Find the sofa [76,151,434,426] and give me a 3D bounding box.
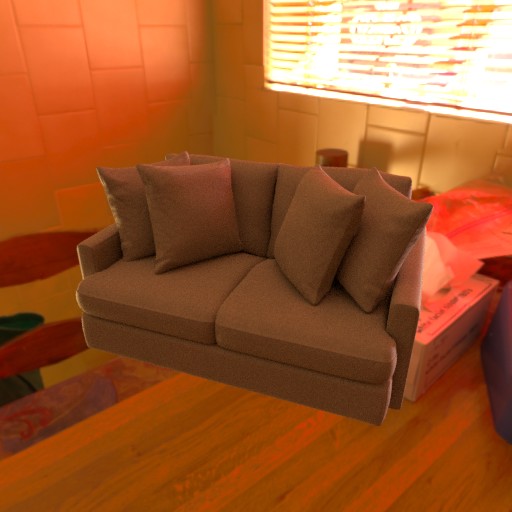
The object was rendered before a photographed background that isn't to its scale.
[{"bbox_3d":[0.000,0.000,2.644,1.869,1.080,1.228,10,28,18],"label":"sofa"}]
